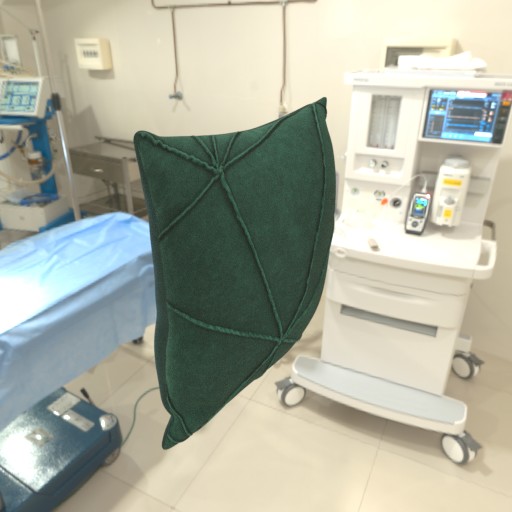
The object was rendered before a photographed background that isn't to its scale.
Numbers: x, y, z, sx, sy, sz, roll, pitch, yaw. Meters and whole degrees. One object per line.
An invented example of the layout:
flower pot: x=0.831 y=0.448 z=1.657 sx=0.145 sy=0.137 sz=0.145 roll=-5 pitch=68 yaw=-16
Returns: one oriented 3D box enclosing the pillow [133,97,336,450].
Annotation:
pillow: x=0.000 y=0.000 z=0.686 sx=0.184 sy=0.440 sz=0.439 roll=17 pitch=31 yaw=30
